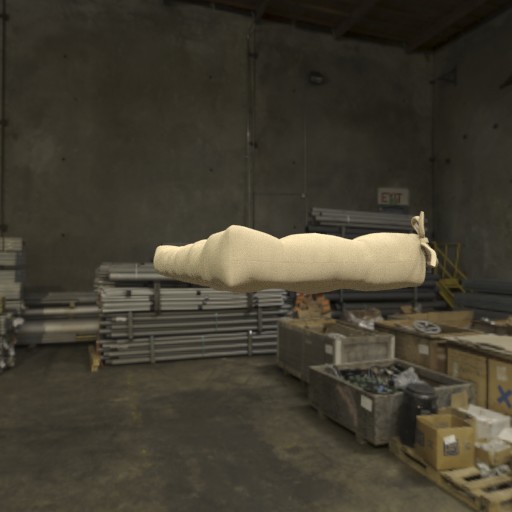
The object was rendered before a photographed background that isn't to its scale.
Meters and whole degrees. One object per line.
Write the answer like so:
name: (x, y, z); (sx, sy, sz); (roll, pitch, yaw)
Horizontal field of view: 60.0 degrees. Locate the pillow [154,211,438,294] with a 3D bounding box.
pillow: (0.000, 0.000, 1.376); (0.511, 0.174, 1.194); (0, -1, -19)
